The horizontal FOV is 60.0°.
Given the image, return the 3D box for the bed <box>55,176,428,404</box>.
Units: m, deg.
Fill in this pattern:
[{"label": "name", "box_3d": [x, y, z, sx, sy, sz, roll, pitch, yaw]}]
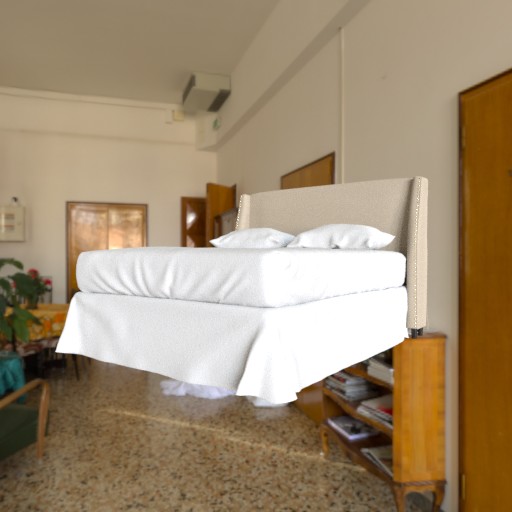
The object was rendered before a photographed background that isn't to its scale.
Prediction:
[{"label": "bed", "box_3d": [0.000, 0.000, 3.363, 1.925, 1.332, 2.276, 0, 0, 37]}]
